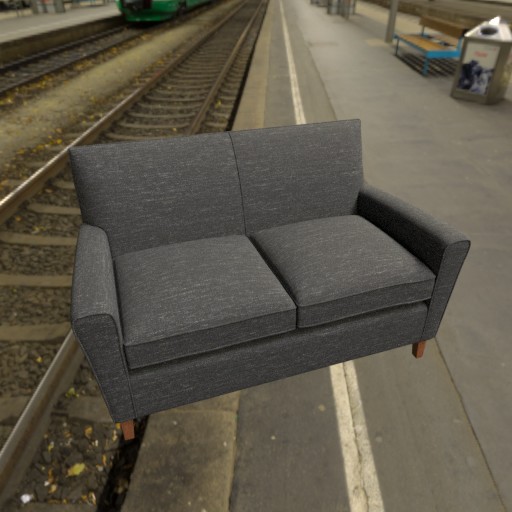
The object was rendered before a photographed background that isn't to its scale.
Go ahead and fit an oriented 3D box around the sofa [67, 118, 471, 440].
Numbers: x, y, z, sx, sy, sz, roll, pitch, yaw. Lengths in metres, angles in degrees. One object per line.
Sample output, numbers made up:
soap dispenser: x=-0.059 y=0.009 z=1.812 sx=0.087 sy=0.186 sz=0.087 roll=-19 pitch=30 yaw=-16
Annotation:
sofa: x=0.000 y=0.000 z=1.887 sx=1.420 sy=0.846 sz=0.875 roll=-10 pitch=34 yaw=-16
